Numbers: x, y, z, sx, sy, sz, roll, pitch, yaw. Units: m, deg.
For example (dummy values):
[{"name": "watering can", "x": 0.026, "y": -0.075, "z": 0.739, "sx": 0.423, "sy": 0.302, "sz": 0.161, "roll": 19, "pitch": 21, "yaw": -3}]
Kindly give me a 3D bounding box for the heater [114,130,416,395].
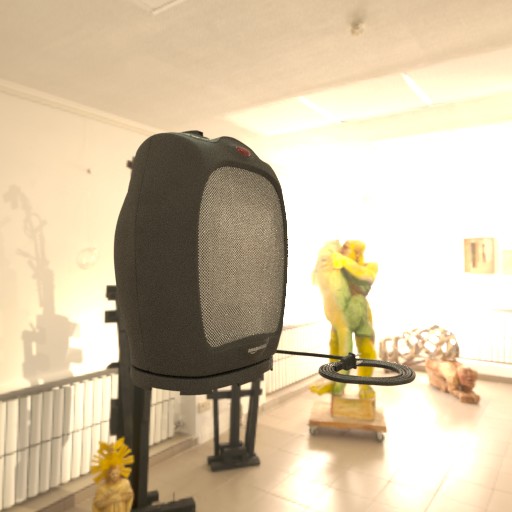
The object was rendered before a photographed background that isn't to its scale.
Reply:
[{"name": "heater", "x": 0.000, "y": 0.000, "z": 0.473, "sx": 0.291, "sy": 0.255, "sz": 0.239, "roll": 0, "pitch": 0, "yaw": 35}]
